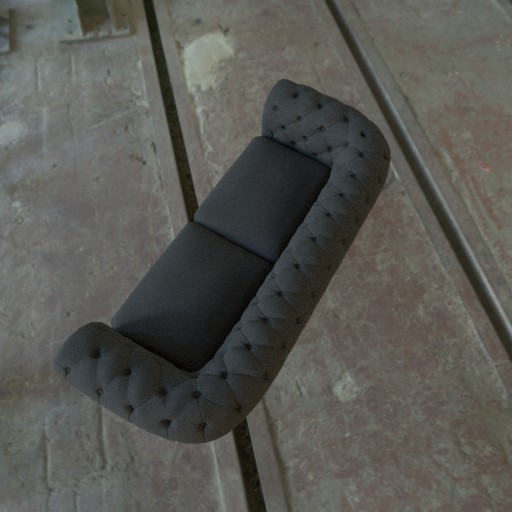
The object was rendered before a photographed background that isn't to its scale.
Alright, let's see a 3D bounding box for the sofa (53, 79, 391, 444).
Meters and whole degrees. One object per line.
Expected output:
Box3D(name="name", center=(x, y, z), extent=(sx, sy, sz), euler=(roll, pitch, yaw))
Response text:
Box3D(name="sofa", center=(0.000, 0.000, 2.763), extent=(0.991, 0.762, 2.362), euler=(28, 66, 14))
